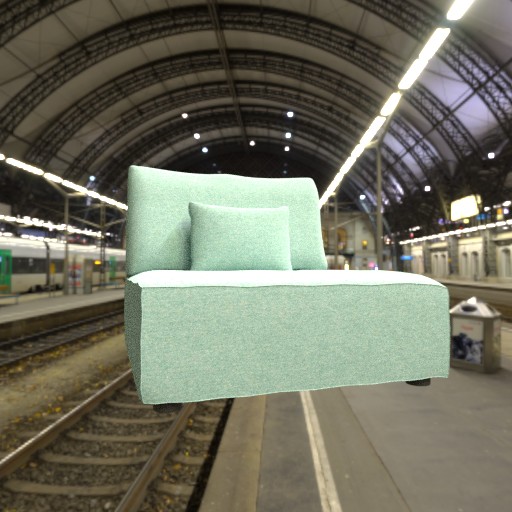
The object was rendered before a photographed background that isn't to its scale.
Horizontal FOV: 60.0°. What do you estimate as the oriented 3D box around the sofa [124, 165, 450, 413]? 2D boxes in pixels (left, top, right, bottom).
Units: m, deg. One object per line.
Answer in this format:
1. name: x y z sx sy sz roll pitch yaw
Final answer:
1. sofa: 0.000 0.000 1.697 0.930 0.820 1.000 1 -2 -19
